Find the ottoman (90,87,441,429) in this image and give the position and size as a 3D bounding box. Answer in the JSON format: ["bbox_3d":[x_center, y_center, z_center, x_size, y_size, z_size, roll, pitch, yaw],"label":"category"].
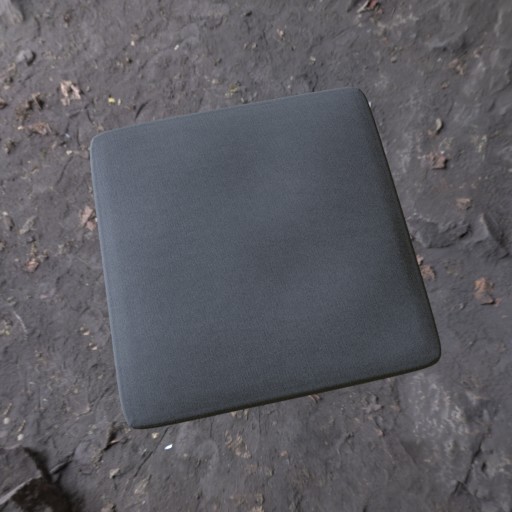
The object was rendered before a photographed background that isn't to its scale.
[{"bbox_3d":[0.000,0.000,1.358,0.842,0.441,0.843,-11,76,-3],"label":"ottoman"}]
